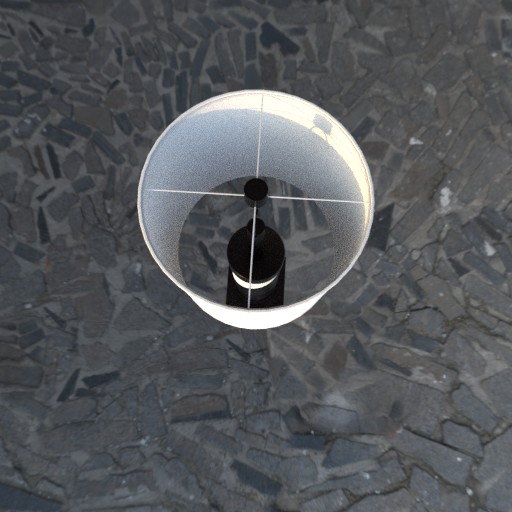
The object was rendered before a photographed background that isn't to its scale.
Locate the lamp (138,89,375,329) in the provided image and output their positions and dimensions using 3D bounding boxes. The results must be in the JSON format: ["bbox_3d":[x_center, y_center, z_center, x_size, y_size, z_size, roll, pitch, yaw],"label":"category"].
[{"bbox_3d":[0.000,0.000,0.629,0.211,0.509,0.211,4,77,1],"label":"lamp"}]
